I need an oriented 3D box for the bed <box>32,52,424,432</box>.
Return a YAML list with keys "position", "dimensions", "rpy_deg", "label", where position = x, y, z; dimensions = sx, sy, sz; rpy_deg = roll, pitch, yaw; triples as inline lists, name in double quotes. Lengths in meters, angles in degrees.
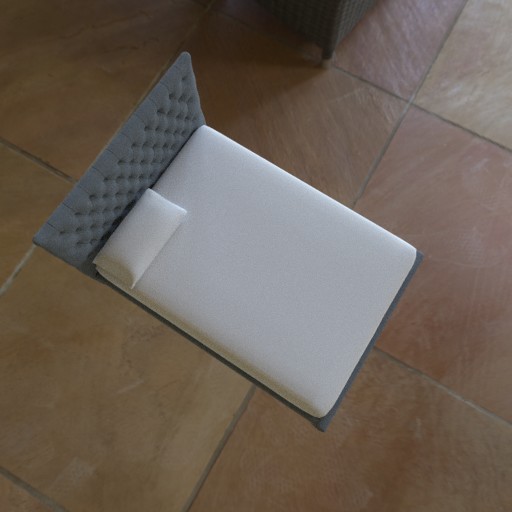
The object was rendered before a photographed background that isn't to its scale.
- position: [0.000, 0.000, 3.478]
  dimensions: [2.335, 1.411, 1.698]
  rpy_deg: [32, 78, 8]
  label: "bed"
